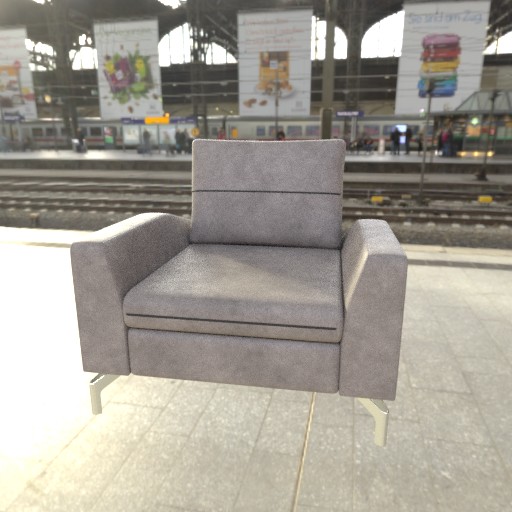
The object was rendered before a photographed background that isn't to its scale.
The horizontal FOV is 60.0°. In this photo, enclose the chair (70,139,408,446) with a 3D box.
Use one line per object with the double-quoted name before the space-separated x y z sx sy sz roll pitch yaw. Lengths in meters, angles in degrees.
"chair" 0.000 0.000 1.574 0.900 0.800 0.900 3 15 9
